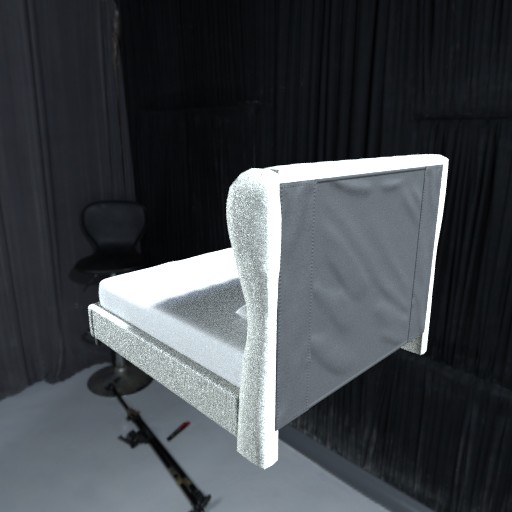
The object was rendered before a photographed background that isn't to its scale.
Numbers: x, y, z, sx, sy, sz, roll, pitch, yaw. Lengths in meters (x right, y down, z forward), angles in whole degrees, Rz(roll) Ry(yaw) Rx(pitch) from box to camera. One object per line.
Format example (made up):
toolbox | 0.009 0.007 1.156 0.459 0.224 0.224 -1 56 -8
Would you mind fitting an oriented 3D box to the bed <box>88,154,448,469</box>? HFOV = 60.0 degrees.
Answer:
bed | 0.000 0.000 3.932 2.219 1.771 2.347 -15 22 -42
